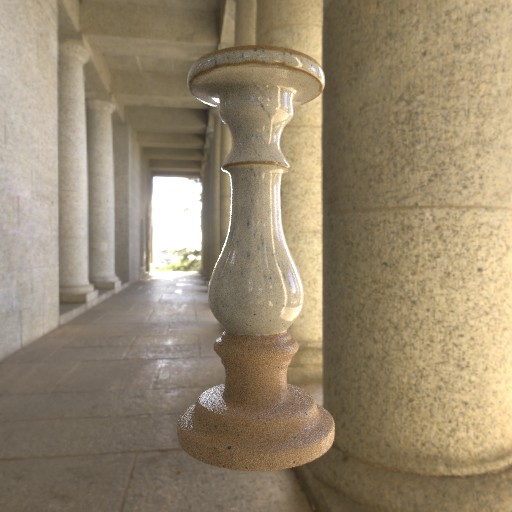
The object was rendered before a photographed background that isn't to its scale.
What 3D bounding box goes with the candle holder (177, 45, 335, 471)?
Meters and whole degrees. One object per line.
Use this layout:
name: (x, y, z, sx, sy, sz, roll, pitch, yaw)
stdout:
candle holder: (0.000, 0.000, 0.249, 0.088, 0.203, 0.088, 0, 1, 0)
